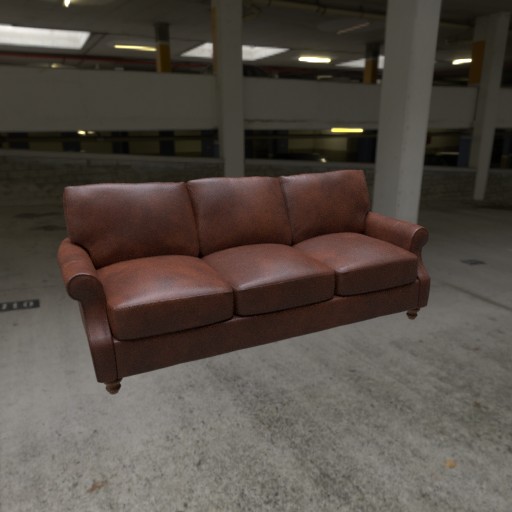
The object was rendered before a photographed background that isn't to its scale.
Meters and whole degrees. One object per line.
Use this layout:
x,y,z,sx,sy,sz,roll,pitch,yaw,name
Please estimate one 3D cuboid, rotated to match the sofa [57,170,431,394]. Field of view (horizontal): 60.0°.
0.000,0.000,2.895,2.351,0.977,0.973,-8,19,-25,sofa
